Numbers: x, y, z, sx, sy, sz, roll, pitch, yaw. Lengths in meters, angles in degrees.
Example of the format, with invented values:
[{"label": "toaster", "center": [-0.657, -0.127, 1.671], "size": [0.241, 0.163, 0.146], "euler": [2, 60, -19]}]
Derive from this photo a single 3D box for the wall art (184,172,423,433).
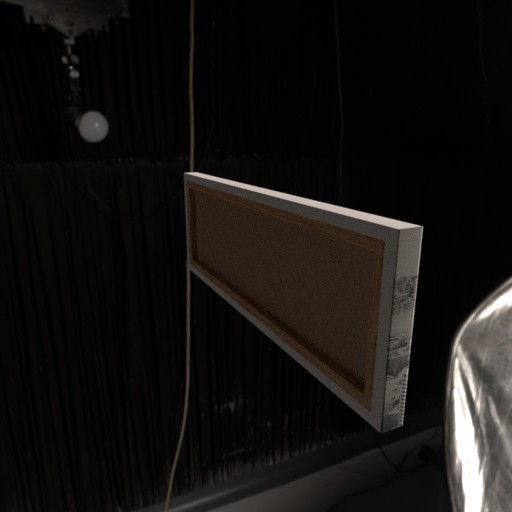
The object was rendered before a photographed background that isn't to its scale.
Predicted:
[{"label": "wall art", "center": [0.000, 0.000, 0.845], "size": [0.038, 0.255, 0.763], "euler": [-8, 17, -25]}]
